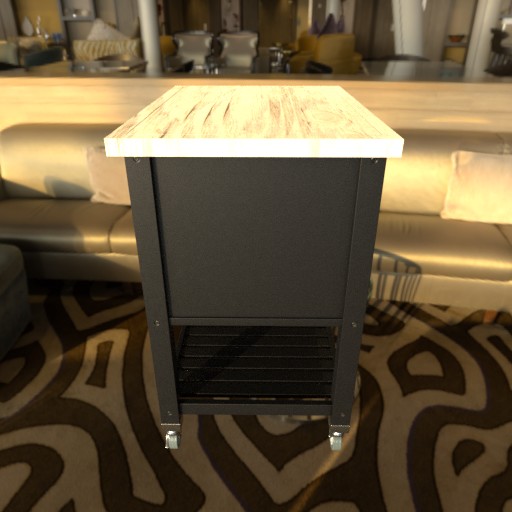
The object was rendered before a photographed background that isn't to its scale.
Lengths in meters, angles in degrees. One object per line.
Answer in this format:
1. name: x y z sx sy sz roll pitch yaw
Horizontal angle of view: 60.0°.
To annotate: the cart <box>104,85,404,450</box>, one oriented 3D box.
1. cart: 0.000 0.000 1.403 0.567 0.920 0.797 0 28 1
